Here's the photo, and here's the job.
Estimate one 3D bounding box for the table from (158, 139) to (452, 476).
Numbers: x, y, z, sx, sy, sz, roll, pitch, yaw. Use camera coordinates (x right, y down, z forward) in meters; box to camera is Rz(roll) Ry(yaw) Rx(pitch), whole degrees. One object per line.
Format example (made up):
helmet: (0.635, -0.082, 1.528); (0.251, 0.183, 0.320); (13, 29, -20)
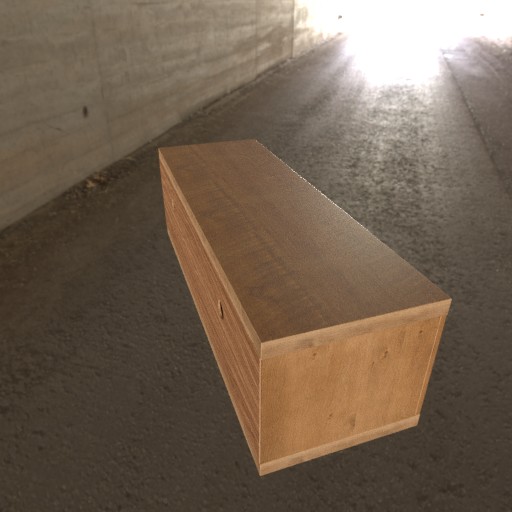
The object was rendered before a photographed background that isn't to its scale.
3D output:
table: (0.000, 0.000, 1.750); (0.499, 0.491, 1.499); (-10, 32, -16)
